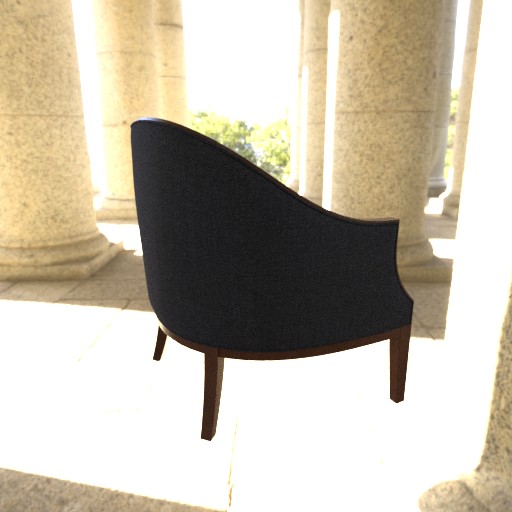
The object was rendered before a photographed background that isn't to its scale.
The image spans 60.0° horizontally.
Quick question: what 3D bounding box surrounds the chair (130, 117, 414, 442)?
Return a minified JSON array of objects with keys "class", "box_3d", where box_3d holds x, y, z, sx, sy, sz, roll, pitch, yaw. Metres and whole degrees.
[{"class":"chair","box_3d":[0.000,0.000,1.490,0.735,0.876,0.803,-8,17,-27]}]
